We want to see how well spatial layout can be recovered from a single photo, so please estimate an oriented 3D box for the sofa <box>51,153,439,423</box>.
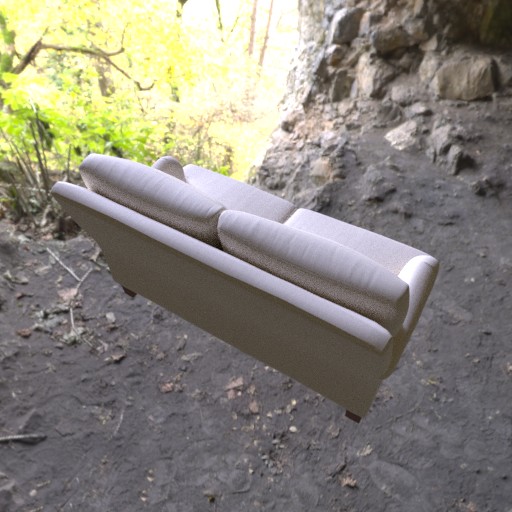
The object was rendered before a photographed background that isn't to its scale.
[{"bbox_3d":[0.000,0.000,2.527,1.853,1.101,1.084,24,51,22],"label":"sofa"}]
